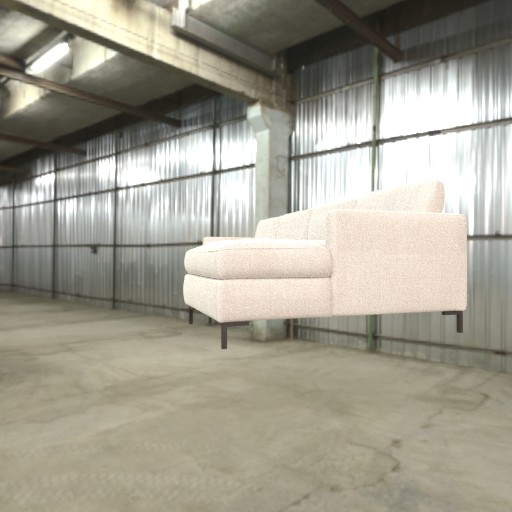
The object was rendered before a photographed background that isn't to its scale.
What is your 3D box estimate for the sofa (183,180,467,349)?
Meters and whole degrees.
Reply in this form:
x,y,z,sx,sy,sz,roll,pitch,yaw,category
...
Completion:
x,y,z,sx,sy,sz,roll,pitch,yaw,category
0.000,0.000,2.864,1.126,0.677,2.445,0,0,-19,sofa
